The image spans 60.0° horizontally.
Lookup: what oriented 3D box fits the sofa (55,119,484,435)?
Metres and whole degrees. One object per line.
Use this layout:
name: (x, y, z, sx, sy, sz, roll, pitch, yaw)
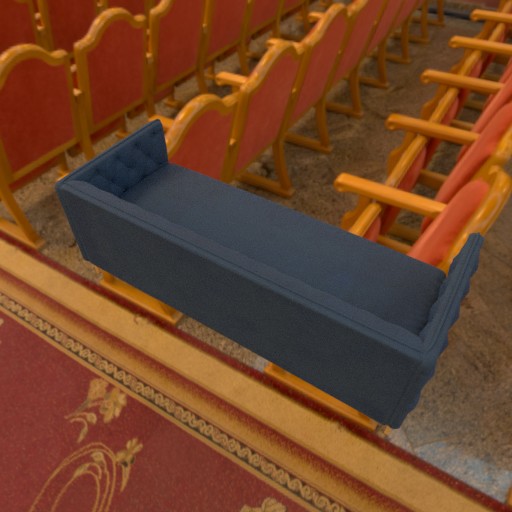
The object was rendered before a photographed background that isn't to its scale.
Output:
sofa: (0.000, 0.000, 2.614, 2.209, 0.771, 0.895, 25, 51, 22)
